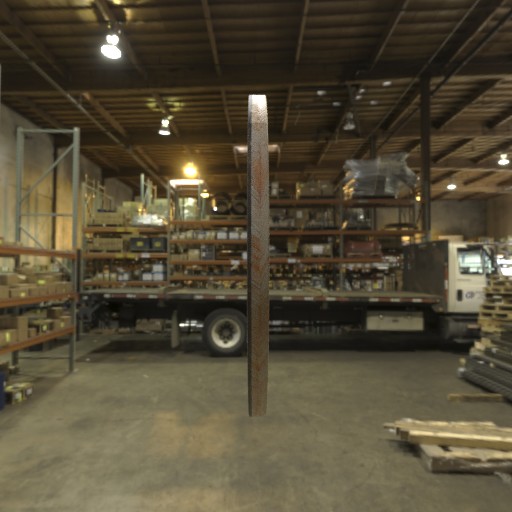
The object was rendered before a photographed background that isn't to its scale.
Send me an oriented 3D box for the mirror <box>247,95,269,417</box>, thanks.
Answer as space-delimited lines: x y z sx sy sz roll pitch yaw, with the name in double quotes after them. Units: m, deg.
0.000 0.000 1.042 0.038 0.710 0.710 0 -2 0 "mirror"
